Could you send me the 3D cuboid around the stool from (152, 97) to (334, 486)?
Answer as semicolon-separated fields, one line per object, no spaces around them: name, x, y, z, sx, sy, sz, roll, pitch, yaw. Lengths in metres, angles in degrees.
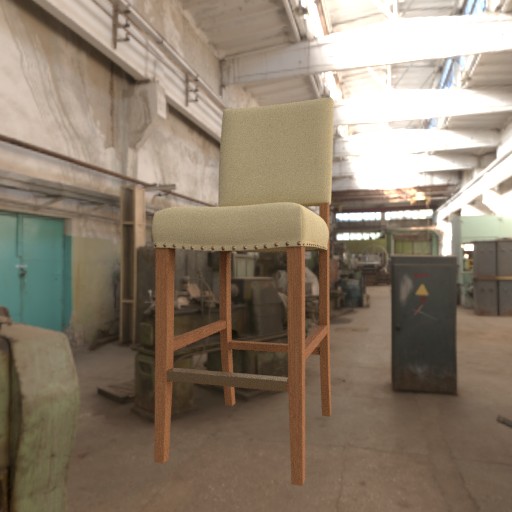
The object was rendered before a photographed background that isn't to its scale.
stool;0.000;0.000;1.456;0.445;1.168;0.584;0;0;18
